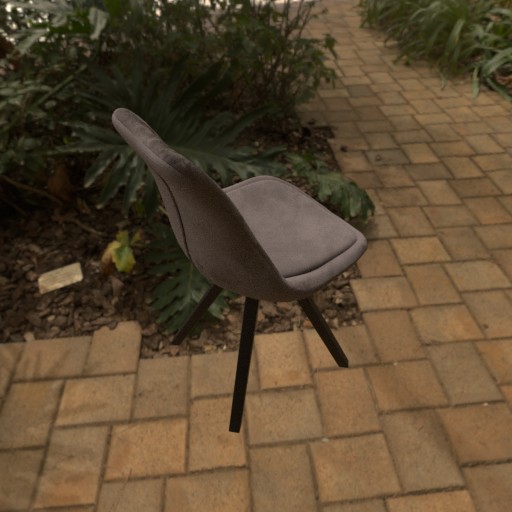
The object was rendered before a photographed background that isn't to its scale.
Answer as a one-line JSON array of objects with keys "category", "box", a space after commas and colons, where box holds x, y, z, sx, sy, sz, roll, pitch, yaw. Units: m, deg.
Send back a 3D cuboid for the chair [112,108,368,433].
[{"category": "chair", "box": [0.000, 0.000, 1.208, 0.550, 0.850, 0.485, -24, 46, -25]}]
